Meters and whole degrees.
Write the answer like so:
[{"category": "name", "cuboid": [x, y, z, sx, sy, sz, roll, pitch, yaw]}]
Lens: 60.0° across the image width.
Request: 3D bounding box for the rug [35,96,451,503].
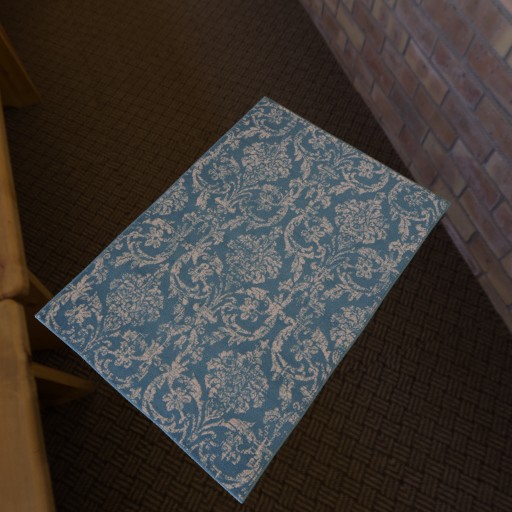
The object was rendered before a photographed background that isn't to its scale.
[{"category": "rug", "cuboid": [0.000, 0.000, 2.755, 1.554, 0.012, 2.205, 35, 69, 16]}]
